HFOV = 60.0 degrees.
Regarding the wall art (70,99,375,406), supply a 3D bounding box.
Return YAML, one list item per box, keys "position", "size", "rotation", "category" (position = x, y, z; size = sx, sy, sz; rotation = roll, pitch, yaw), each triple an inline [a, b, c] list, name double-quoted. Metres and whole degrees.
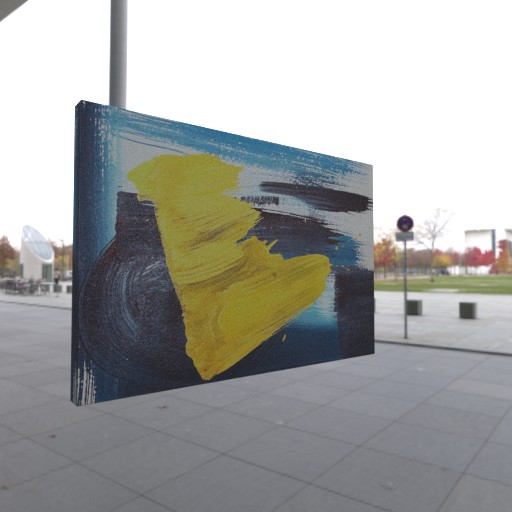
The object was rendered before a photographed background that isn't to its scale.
- position: [0.000, 0.000, 0.780]
  size: [0.609, 0.406, 0.033]
  rotation: [1, -2, -37]
  category: "wall art"
